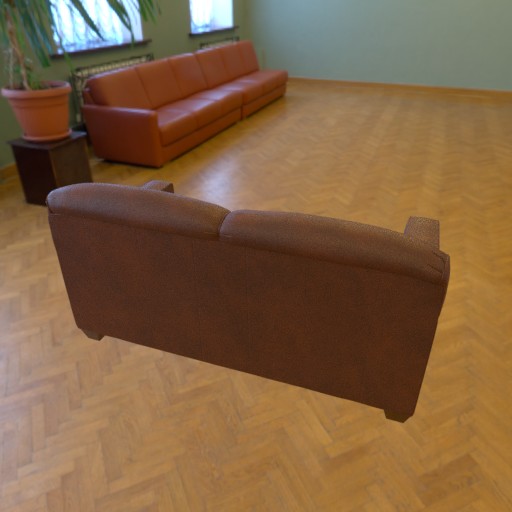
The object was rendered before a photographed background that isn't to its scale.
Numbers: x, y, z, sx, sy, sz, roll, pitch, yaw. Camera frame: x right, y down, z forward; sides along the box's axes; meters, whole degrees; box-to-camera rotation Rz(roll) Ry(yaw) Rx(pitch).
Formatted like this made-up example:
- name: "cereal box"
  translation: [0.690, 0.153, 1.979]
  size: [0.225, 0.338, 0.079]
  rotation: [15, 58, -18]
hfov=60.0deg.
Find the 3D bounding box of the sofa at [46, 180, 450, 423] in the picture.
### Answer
- name: "sofa"
  translation: [0.000, 0.000, 2.439]
  size: [1.856, 0.966, 1.000]
  rotation: [10, 32, 17]
